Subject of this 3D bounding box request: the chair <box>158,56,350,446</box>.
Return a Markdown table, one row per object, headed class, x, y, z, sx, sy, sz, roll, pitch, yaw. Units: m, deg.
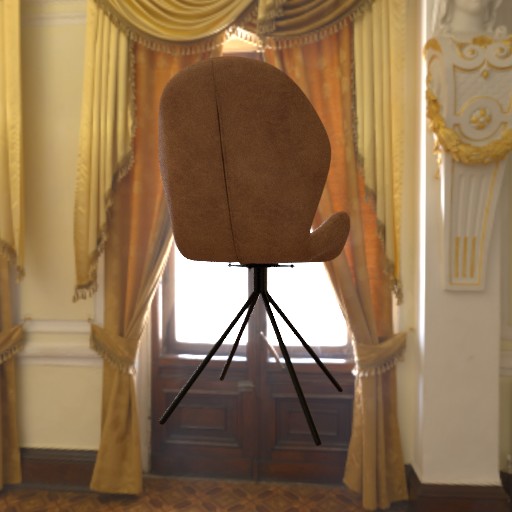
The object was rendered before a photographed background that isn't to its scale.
| class | x | y | z | sx | sy | sz | roll | pitch | yaw |
| --- | --- | --- | --- | --- | --- | --- | --- | --- | --- |
| chair | 0.000 | 0.000 | 1.314 | 0.527 | 0.929 | 0.640 | 0 | 1 | 18 |
